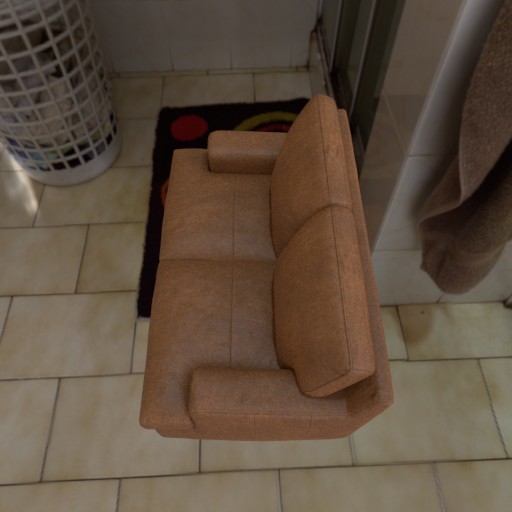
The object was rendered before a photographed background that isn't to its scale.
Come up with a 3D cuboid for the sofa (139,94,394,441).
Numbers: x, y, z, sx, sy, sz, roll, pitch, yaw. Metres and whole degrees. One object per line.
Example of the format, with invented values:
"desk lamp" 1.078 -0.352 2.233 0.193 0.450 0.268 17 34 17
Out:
"sofa" 0.000 0.000 2.528 1.144 0.966 1.880 0 58 0
